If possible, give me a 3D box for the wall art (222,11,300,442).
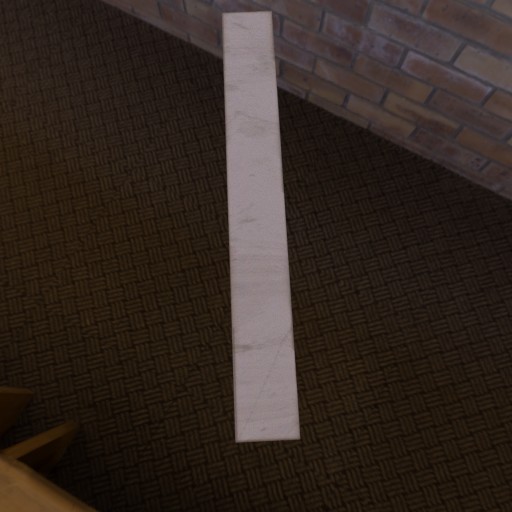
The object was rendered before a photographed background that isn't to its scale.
[{"bbox_3d":[0.000,0.000,0.445,0.038,0.303,0.305,-3,75,-1],"label":"wall art"}]
